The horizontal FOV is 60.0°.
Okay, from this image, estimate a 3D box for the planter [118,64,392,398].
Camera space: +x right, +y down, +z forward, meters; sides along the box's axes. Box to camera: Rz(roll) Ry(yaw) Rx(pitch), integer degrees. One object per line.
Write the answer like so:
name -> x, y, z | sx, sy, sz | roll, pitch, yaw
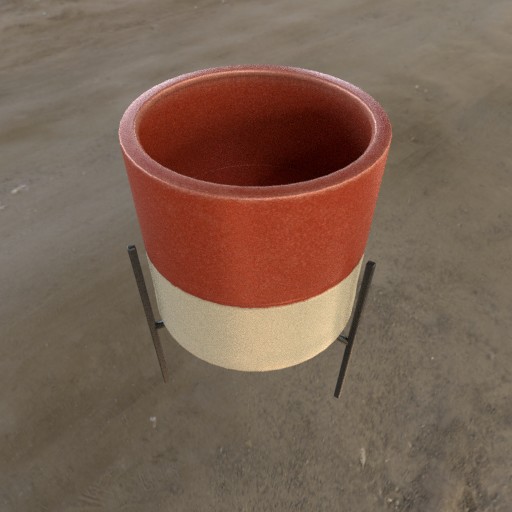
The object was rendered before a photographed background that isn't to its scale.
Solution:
planter -> 0.000, 0.000, 0.513 | 0.235, 0.354, 0.251 | 4, 45, 4
